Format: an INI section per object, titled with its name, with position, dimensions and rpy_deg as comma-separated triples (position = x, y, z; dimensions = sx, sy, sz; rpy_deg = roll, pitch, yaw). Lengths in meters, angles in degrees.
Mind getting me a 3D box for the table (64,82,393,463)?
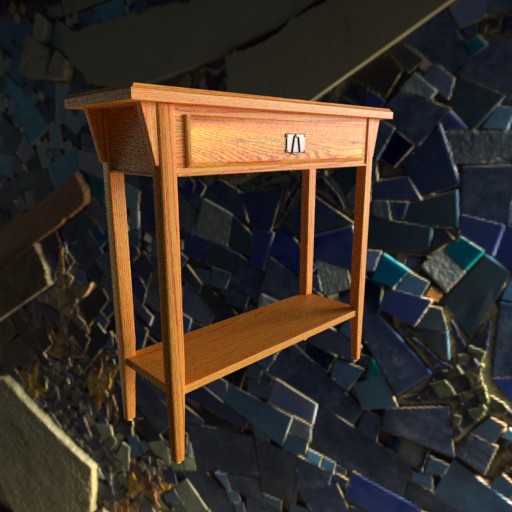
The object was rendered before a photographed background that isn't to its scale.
[table]
position = 0.000, 0.000, 1.088
dimensions = 0.762, 0.711, 0.254
rpy_deg = -13, 19, -42
